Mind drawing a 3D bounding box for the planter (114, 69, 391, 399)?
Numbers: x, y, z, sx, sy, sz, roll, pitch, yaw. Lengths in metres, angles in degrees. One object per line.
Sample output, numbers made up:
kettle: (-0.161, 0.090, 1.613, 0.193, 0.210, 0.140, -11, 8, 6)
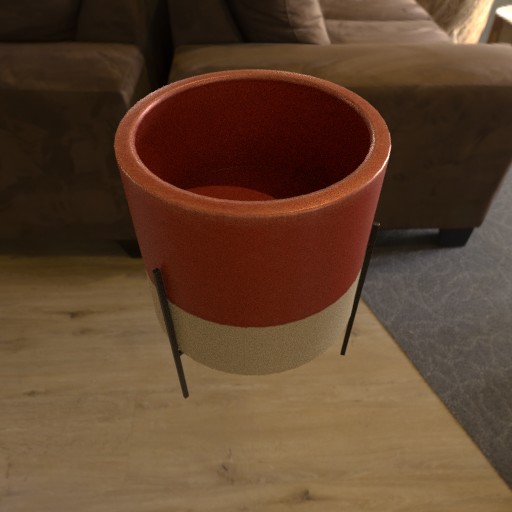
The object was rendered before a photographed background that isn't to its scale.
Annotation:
planter: (0.000, 0.000, 0.722, 0.354, 0.465, 0.345, 10, 47, 9)
